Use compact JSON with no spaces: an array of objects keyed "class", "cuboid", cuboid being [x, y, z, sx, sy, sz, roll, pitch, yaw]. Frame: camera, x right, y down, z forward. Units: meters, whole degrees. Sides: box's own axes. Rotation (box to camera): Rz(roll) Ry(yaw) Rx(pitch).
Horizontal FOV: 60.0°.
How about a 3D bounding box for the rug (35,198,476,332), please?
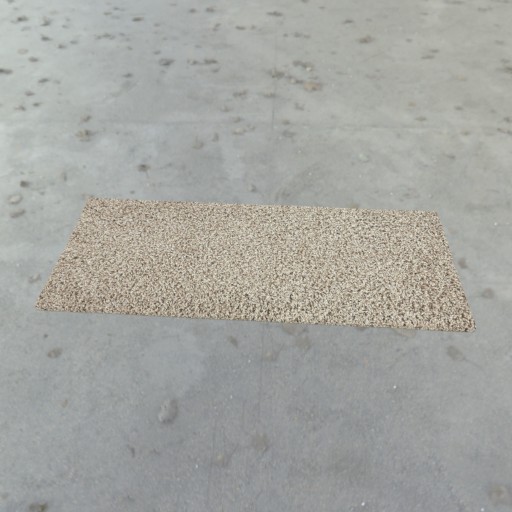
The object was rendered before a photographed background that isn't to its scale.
[{"class":"rug","cuboid":[0.000,0.000,1.733,1.524,0.030,0.609,3,46,2]}]
